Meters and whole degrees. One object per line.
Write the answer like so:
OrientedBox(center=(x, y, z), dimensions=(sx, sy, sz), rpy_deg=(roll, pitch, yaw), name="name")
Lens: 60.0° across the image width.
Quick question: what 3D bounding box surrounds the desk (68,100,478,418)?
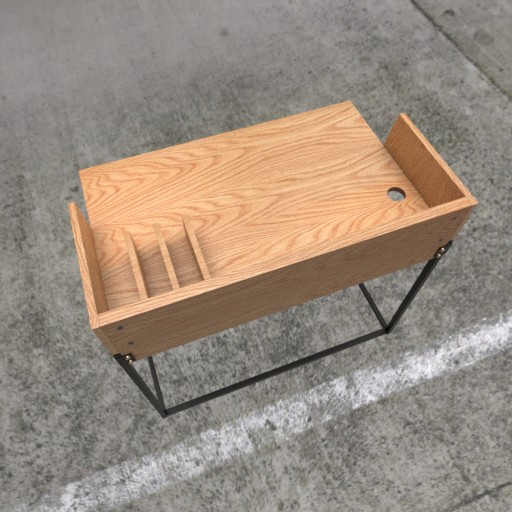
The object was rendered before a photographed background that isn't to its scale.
OrientedBox(center=(0.000, 0.000, 1.893), dimensions=(1.191, 1.061, 0.769), rpy_deg=(-18, 59, -11), name="desk")
